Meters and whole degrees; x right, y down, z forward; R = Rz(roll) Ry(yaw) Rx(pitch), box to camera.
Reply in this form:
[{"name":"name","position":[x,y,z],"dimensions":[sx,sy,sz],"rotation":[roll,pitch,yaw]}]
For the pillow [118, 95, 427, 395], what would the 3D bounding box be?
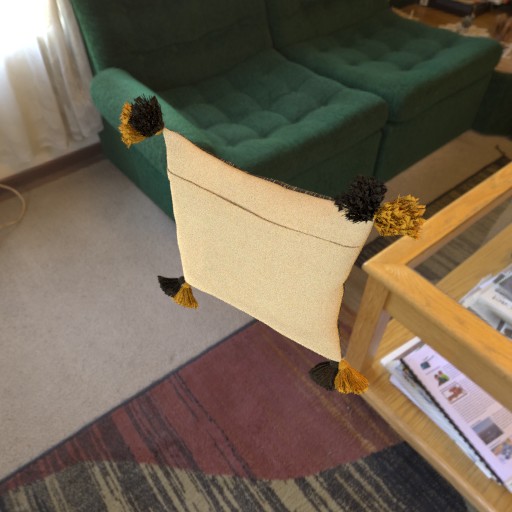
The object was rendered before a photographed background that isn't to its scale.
[{"name":"pillow","position":[0.000,0.000,0.988],"dimensions":[0.654,0.659,0.139],"rotation":[26,52,22]}]
